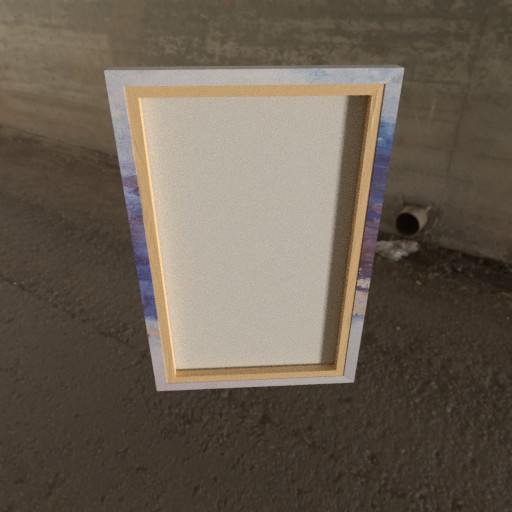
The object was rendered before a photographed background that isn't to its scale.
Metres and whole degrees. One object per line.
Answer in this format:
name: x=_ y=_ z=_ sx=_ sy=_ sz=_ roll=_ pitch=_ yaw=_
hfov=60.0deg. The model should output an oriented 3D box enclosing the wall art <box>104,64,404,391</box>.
wall art: x=0.000 y=0.000 z=1.105 sx=0.583 sy=0.874 sz=0.048 roll=-2 pitch=31 yaw=-3
